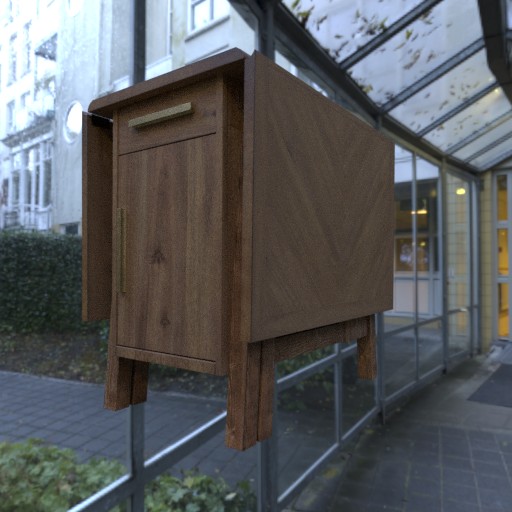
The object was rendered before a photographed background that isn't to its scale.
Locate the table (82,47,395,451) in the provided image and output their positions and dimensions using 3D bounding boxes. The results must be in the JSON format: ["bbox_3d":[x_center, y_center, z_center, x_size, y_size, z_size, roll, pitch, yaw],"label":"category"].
[{"bbox_3d":[0.000,0.000,1.619,0.701,0.981,0.967,-1,-2,36],"label":"table"}]
